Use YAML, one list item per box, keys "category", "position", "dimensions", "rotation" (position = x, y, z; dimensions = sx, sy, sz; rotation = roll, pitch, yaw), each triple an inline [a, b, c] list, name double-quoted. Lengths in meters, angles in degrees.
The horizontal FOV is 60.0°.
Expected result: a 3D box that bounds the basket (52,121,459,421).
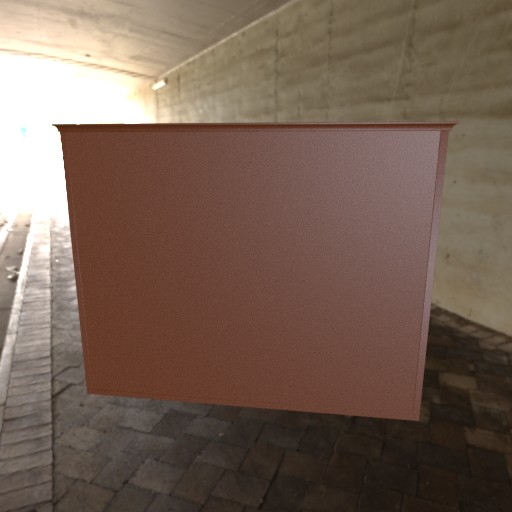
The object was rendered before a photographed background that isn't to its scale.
- category: "basket"
  position: [0.000, 0.000, 1.111]
  dimensions: [0.792, 0.625, 0.376]
  rotation: [2, 14, 8]
